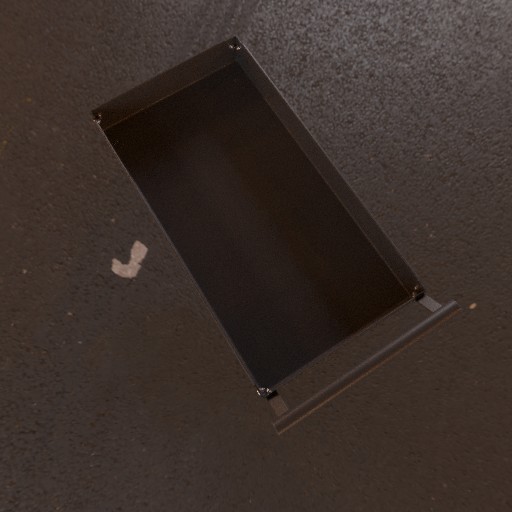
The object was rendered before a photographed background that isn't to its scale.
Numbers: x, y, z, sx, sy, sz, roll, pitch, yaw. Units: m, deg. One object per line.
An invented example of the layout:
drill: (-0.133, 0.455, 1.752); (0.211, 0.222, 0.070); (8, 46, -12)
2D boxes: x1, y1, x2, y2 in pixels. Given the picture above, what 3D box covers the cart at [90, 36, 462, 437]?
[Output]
cart: (0.000, 0.000, 1.167); (0.366, 0.780, 0.719); (-31, 77, -8)
